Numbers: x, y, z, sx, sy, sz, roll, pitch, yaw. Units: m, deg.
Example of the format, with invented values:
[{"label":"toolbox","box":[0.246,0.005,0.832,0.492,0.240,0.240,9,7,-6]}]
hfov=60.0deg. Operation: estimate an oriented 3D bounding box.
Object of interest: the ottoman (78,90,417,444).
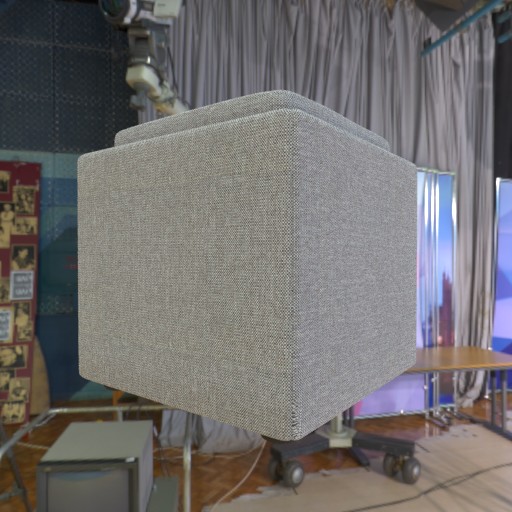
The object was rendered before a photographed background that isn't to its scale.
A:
[{"label":"ottoman","box":[0.000,0.000,0.809,0.450,0.460,0.450,1,1,37]}]
